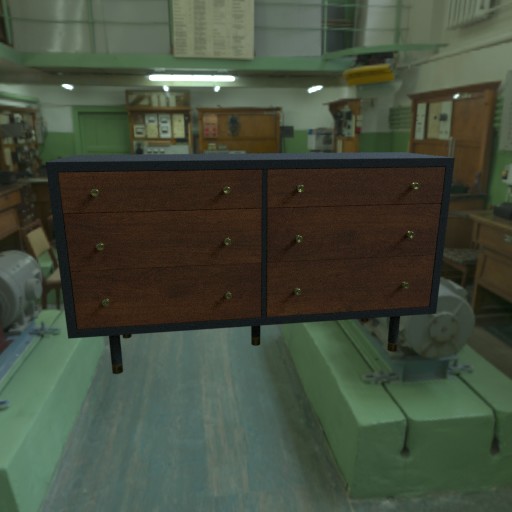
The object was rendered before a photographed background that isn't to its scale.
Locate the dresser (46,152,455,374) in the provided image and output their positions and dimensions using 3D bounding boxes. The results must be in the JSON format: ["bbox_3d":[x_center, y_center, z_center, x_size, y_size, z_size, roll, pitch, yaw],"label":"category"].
[{"bbox_3d":[0.000,0.000,1.986,1.558,0.872,0.463,-3,16,-9],"label":"dresser"}]
